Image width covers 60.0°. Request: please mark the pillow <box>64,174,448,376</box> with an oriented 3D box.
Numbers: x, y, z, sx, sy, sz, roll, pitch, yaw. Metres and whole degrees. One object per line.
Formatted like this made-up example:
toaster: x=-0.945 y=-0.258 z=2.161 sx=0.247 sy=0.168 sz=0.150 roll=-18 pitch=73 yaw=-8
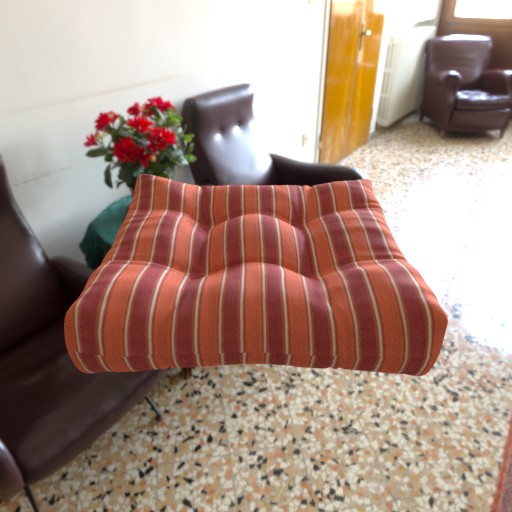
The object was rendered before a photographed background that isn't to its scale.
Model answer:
pillow: x=0.000 y=0.000 z=0.744 sx=0.490 sy=0.133 sz=0.468 roll=0 pitch=32 yaw=0
